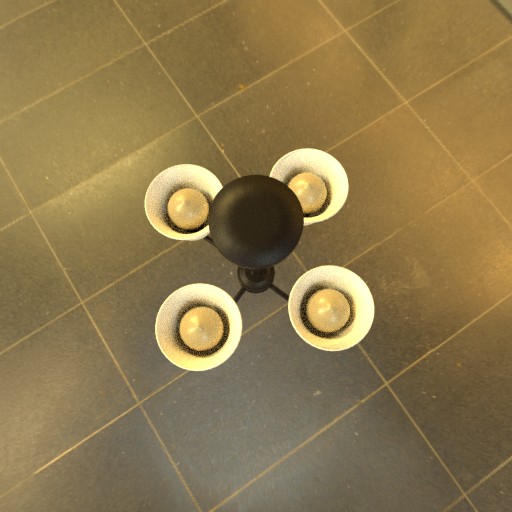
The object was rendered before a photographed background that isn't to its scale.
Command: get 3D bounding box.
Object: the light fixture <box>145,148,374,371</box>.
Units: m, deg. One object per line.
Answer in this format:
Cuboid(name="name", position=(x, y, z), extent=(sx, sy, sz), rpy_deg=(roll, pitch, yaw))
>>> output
Cuboid(name="light fixture", position=(0.000, 0.000, 1.835), extent=(1.069, 0.925, 1.069), rpy_deg=(36, 78, 9))
